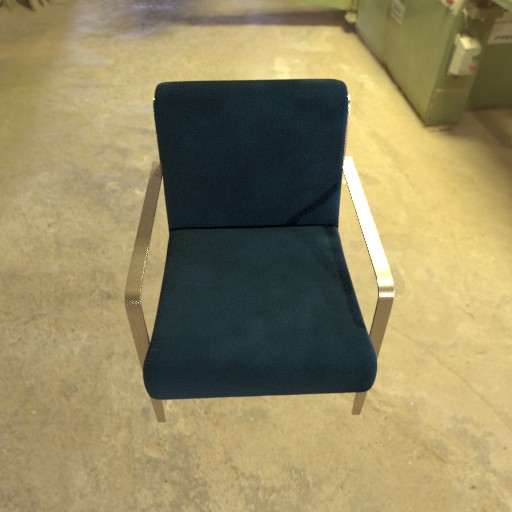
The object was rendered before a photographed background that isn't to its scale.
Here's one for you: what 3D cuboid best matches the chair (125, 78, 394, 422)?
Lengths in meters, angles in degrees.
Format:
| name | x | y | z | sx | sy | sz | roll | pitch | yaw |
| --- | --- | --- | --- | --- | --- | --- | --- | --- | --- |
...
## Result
| name | x | y | z | sx | sy | sz | roll | pitch | yaw |
| --- | --- | --- | --- | --- | --- | --- | --- | --- | --- |
| chair | 0.000 | 0.000 | 1.435 | 0.692 | 0.831 | 0.859 | -2 | 46 | -2 |
